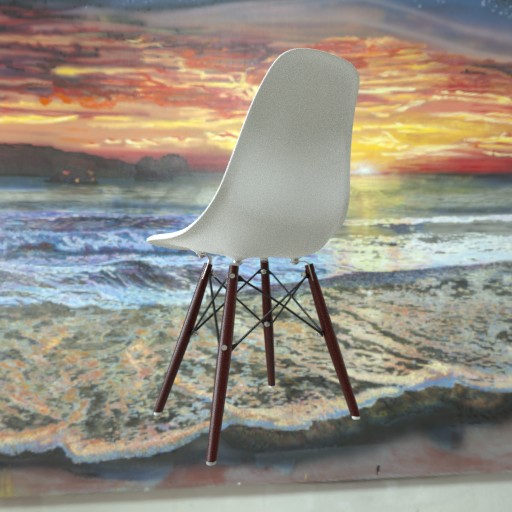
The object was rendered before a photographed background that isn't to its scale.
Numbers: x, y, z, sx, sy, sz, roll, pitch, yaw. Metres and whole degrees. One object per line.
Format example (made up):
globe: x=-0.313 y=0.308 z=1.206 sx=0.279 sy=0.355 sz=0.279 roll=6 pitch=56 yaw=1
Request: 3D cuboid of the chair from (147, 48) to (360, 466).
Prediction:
chair: x=0.000 y=0.000 z=1.120 sx=0.470 sy=0.826 sz=0.533 roll=-1 pitch=1 yaw=-37
